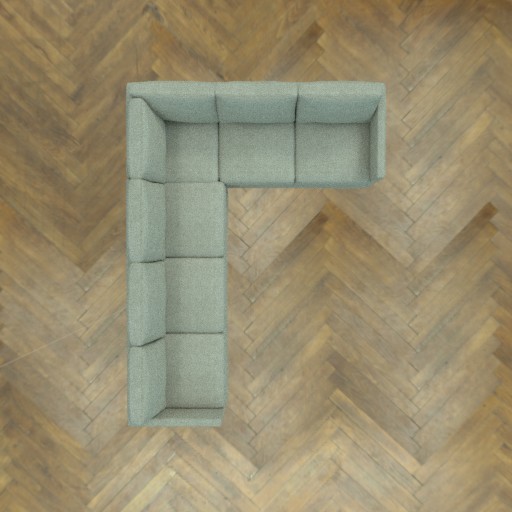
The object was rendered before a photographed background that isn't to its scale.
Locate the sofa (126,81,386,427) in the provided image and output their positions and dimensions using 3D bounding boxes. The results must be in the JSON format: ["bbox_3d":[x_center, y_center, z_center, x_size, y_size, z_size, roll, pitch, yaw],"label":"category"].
[{"bbox_3d":[0.000,0.000,4.478,2.522,0.934,3.333,0,91,0],"label":"sofa"}]
